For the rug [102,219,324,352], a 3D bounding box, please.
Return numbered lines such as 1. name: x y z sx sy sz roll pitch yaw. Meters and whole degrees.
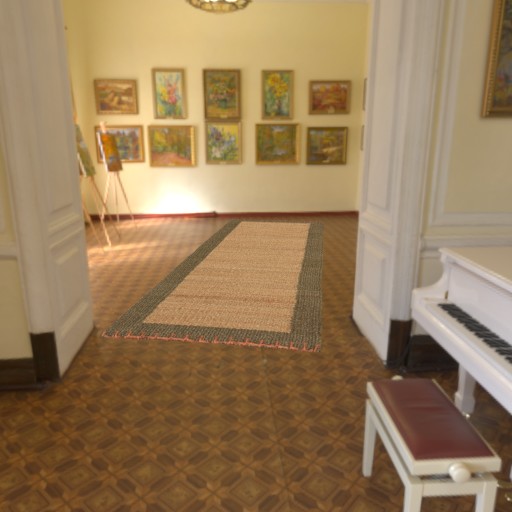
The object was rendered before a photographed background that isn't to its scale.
1. rug: 0.000 0.000 2.702 0.810 0.016 2.413 2 15 8
